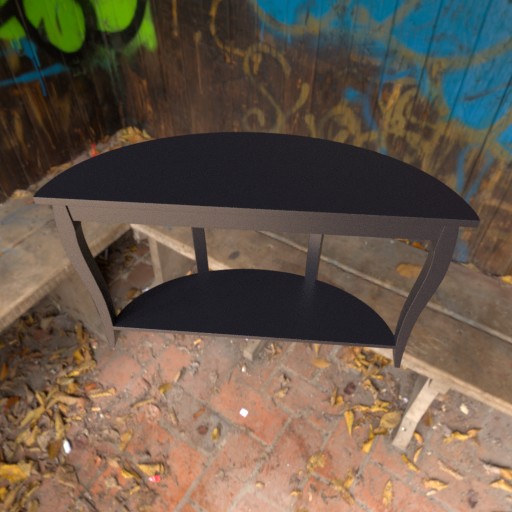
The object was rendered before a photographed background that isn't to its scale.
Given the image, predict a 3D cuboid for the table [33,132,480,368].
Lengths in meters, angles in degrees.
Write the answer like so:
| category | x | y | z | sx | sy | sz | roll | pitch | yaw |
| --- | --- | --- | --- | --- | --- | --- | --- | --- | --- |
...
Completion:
| category | x | y | z | sx | sy | sz | roll | pitch | yaw |
| --- | --- | --- | --- | --- | --- | --- | --- | --- | --- |
| table | 0.000 | 0.000 | 1.620 | 1.219 | 0.780 | 0.394 | 3 | 46 | 3 |
